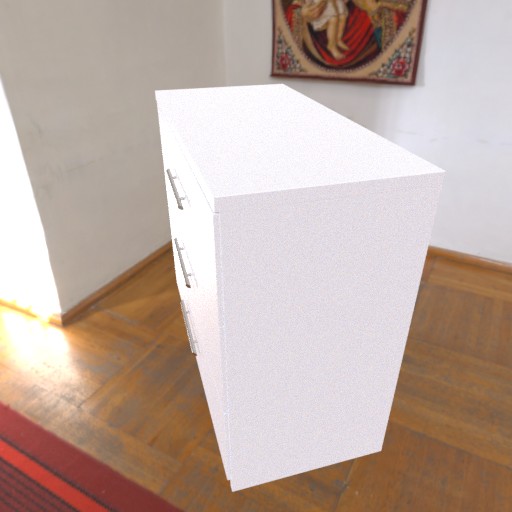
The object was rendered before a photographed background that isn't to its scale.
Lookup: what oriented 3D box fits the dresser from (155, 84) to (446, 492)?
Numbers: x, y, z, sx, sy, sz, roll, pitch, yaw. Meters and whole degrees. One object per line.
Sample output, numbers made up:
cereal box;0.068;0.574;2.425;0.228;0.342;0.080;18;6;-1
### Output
dresser;0.000;0.000;1.221;0.420;0.740;0.830;-8;32;-14
